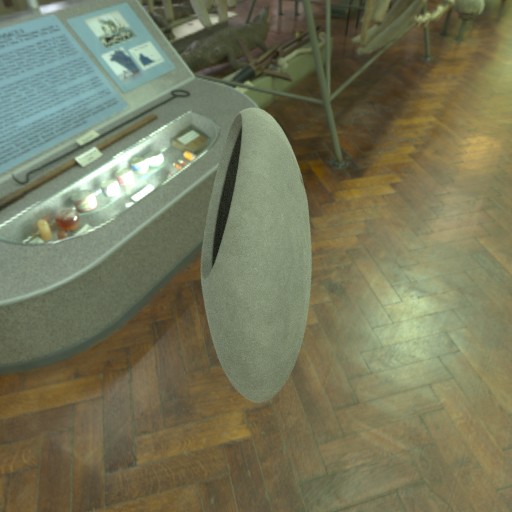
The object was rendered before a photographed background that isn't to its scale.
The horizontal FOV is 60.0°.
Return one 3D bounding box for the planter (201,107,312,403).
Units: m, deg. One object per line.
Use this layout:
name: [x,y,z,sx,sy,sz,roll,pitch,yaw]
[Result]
planter: [0.000,0.000,0.298,0.071,0.188,0.185,0,42,0]
